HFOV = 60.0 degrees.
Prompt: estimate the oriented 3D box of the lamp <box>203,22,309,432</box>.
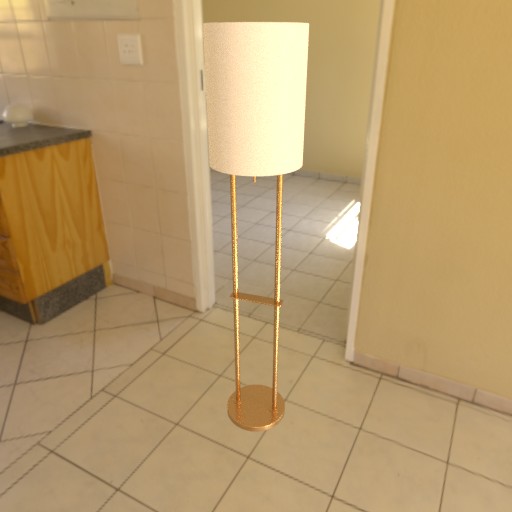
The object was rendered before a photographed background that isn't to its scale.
[{"bbox_3d":[0.000,0.000,1.615,0.306,1.500,0.305,8,28,16],"label":"lamp"}]
